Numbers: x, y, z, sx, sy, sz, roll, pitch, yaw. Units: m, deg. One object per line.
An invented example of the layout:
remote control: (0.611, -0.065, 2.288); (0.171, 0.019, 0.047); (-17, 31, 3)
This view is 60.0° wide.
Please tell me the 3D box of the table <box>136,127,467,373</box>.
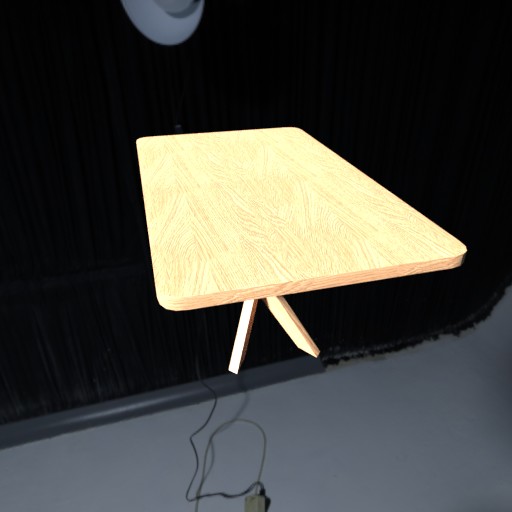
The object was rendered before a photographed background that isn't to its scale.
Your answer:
table: (0.000, 0.000, 2.095); (0.950, 0.770, 1.600); (-8, 31, -13)
